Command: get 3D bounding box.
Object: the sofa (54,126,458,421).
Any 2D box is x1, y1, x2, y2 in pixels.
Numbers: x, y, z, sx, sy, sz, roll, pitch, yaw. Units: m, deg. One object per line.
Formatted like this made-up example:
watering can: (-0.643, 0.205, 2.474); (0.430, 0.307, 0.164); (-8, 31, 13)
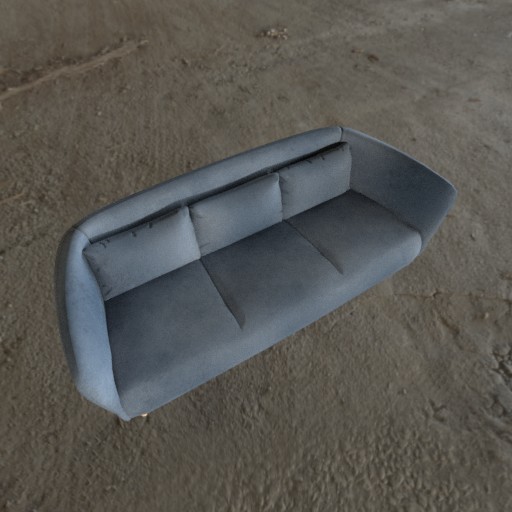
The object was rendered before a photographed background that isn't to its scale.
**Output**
sofa: (0.000, 0.000, 2.431); (2.095, 0.795, 0.849); (-25, 52, -22)
